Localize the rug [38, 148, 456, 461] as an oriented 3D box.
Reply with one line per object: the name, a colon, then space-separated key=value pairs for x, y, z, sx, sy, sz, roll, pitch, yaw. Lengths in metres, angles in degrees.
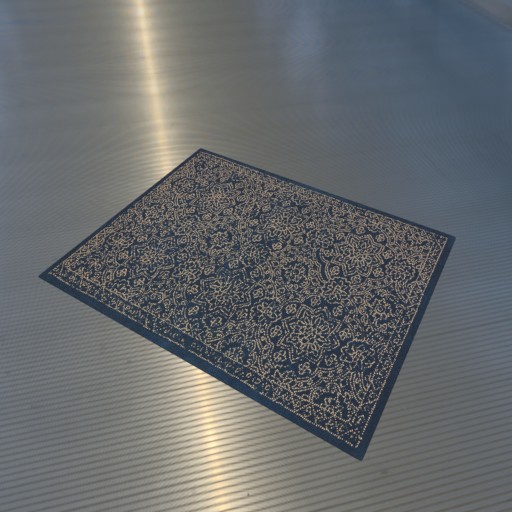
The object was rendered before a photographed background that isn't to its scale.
rug: x=0.000 y=0.000 z=4.100 sx=3.048 sy=0.010 sz=2.438 roll=23 pitch=50 yaw=21
